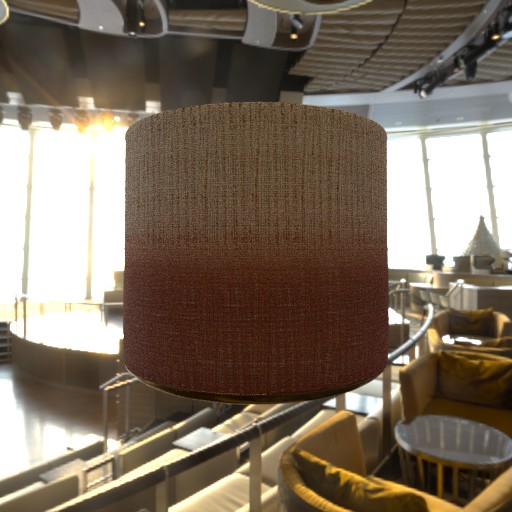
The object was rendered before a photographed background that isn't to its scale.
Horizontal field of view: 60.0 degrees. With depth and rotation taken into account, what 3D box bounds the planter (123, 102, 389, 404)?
[{"bbox_3d":[0.000,0.000,0.308,0.178,0.157,0.178,0,1,0],"label":"planter"}]
